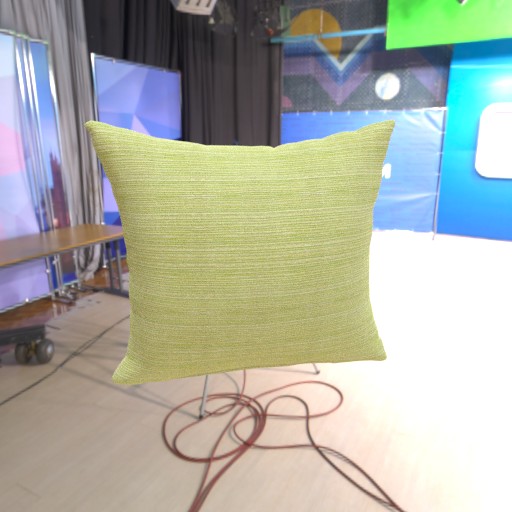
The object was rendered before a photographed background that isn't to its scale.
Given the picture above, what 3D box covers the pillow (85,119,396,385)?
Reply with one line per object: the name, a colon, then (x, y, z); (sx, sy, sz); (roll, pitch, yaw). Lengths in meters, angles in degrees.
pillow: (0.000, 0.000, 0.824); (0.560, 0.487, 0.229); (-3, 16, -10)
